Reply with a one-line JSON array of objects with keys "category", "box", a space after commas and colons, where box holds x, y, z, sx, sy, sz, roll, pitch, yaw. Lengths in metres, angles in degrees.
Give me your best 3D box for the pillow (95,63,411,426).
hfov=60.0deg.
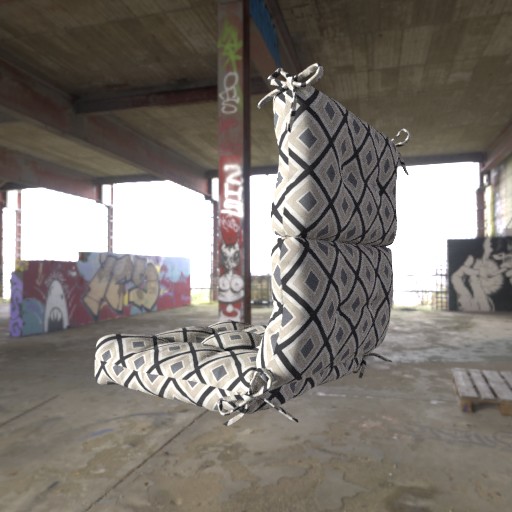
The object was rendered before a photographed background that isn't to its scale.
[{"category": "pillow", "box": [0.000, 0.000, 1.006, 0.571, 0.605, 0.519, -1, -2, 36]}]
